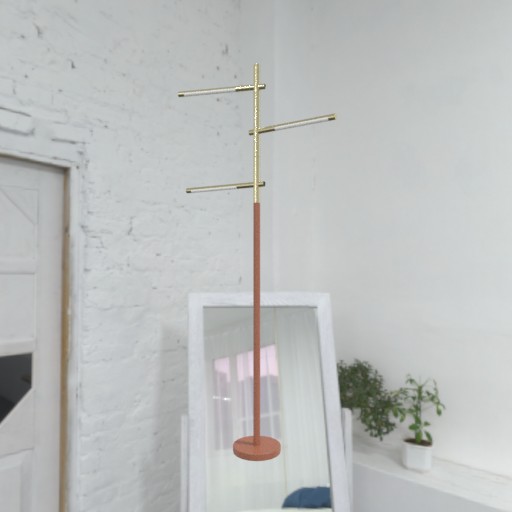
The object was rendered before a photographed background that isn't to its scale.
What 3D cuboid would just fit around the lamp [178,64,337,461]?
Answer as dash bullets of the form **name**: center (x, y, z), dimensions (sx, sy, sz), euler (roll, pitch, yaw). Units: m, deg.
- **lamp**: center (0.000, 0.000, 1.960), dimensions (0.737, 1.704, 0.209), euler (0, -1, 18)
